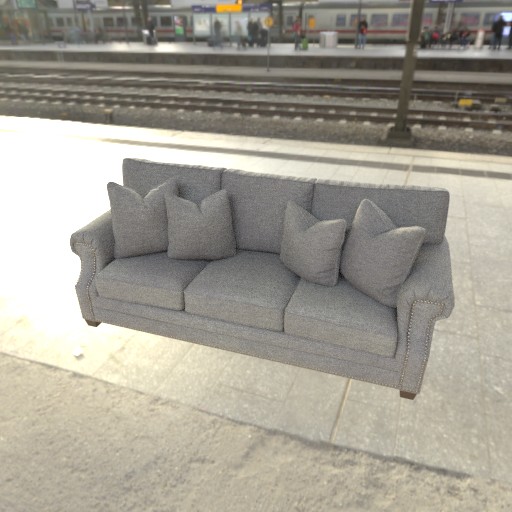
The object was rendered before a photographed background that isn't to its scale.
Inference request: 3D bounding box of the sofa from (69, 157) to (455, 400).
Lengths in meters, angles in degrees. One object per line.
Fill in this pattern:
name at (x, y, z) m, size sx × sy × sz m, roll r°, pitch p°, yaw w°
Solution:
sofa at (0.000, 0.000, 2.844) m, size 2.312 × 0.975 × 0.965 m, roll 9°, pitch 29°, yaw 17°
